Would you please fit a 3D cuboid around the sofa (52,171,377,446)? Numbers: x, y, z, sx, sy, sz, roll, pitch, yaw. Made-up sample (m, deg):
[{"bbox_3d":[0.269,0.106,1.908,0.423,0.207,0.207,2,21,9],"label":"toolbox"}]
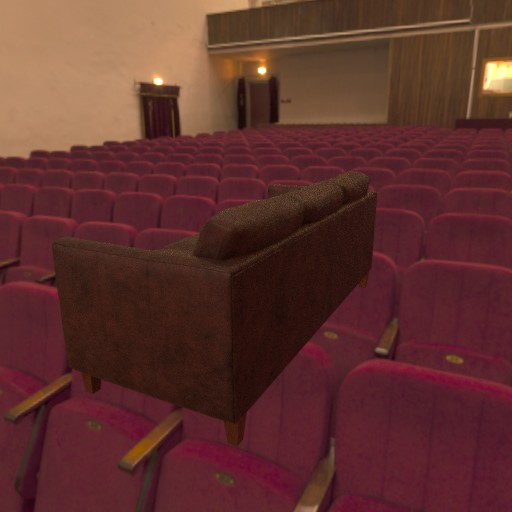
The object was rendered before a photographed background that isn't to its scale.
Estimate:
[{"bbox_3d":[0.000,0.000,2.979,1.045,1.006,2.464,8,18,26],"label":"sofa"}]
